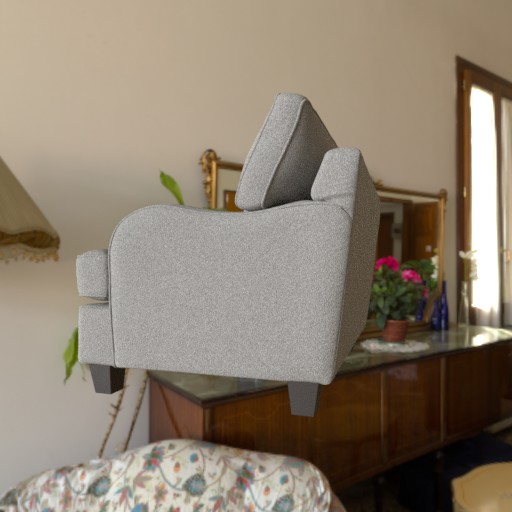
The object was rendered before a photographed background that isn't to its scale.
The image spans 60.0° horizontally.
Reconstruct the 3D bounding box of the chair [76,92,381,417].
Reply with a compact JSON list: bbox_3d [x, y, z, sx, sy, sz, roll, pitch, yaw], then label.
[{"bbox_3d":[0.000,0.000,2.011,1.040,1.016,1.220,0,-1,19],"label":"chair"}]
